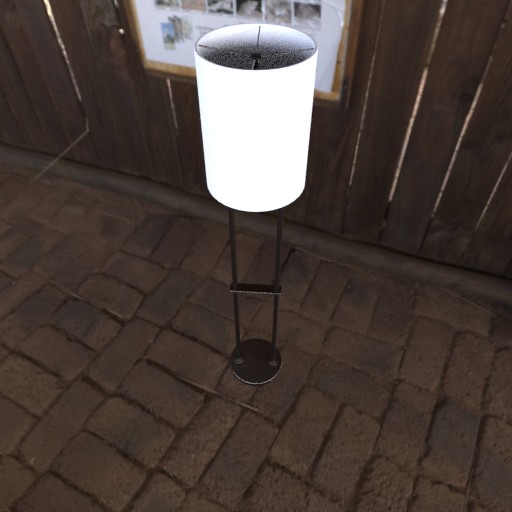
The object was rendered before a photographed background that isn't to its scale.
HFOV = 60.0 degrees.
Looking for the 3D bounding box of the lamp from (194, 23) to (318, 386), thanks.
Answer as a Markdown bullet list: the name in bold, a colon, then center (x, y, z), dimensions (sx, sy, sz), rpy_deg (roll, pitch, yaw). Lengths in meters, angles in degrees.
- **lamp**: center (0.000, 0.000, 1.633), dimensions (0.306, 1.500, 0.305), rpy_deg (3, 46, 3)
